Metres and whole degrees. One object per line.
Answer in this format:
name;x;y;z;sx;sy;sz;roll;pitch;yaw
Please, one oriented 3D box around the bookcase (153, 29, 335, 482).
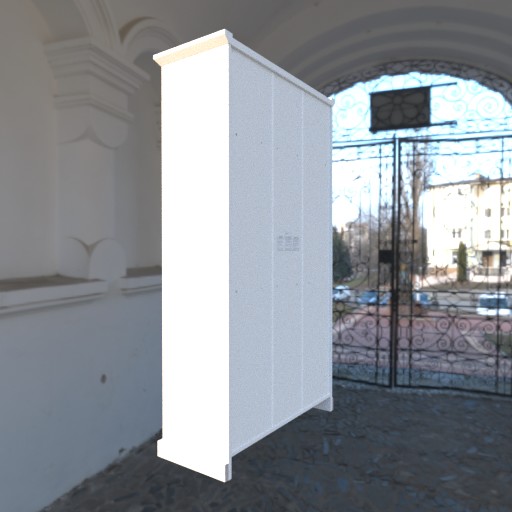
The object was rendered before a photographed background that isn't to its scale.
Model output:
bookcase;0.000;0.000;2.383;0.432;1.880;1.050;1;1;35
